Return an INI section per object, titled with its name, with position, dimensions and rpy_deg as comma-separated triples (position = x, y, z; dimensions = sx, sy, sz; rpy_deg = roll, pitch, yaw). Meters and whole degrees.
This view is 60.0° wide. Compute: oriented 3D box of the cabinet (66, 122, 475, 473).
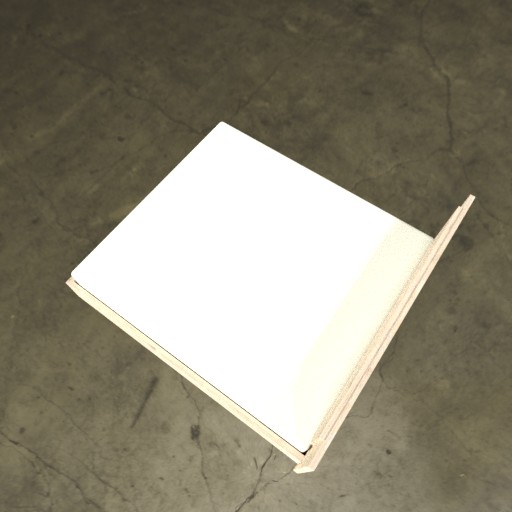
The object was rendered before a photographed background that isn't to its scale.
[cabinet]
position = 0.000, 0.000, 3.185
dimensions = 2.080, 0.970, 1.950
rpy_deg = 33, 68, 15
